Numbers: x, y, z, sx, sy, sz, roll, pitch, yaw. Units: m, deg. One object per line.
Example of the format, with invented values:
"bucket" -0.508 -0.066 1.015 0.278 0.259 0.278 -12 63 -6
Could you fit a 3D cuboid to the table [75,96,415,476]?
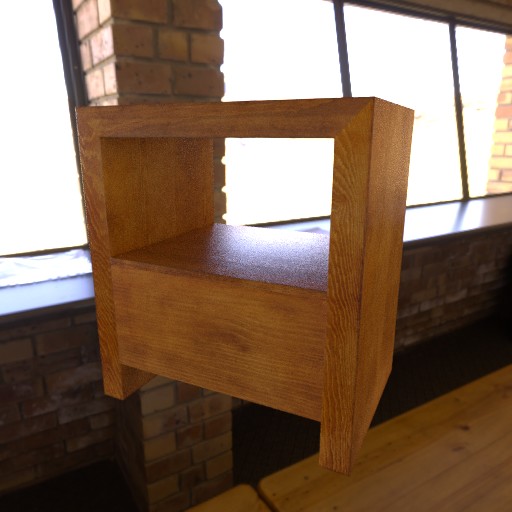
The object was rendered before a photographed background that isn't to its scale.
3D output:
"table" 0.000 0.000 0.956 0.550 0.605 0.400 8 17 25
